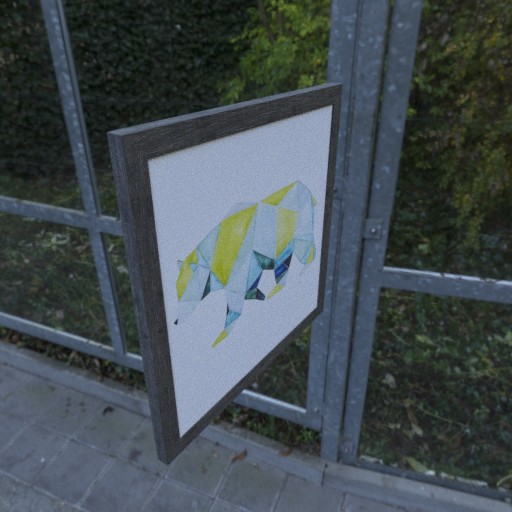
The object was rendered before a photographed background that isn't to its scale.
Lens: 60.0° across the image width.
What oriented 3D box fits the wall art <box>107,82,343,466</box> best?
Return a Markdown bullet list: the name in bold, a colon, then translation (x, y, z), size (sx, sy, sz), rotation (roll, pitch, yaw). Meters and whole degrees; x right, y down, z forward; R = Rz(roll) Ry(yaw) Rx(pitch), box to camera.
- **wall art**: translation (0.000, 0.000, 0.686), size (0.027, 0.459, 0.462), rotation (19, 33, 31)
